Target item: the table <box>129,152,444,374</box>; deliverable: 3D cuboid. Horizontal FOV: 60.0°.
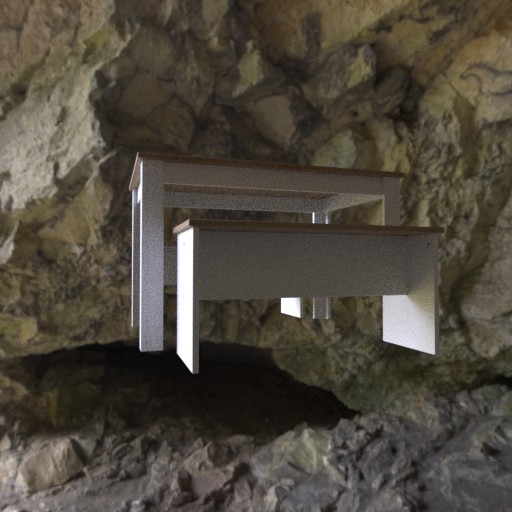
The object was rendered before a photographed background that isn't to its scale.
[{"bbox_3d":[0.000,0.000,2.043,1.100,0.700,1.443,0,-1,-18],"label":"table"}]
